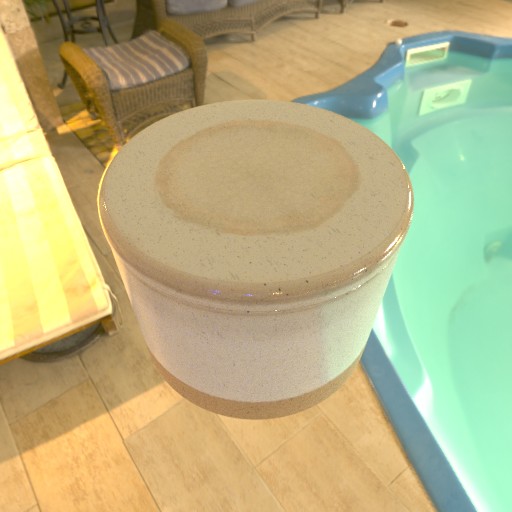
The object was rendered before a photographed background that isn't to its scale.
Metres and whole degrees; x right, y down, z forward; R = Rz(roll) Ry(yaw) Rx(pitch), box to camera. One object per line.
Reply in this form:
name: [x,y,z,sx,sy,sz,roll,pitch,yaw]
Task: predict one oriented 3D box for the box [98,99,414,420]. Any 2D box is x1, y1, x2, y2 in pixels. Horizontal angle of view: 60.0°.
box: [0.000,0.000,0.262,0.154,0.123,0.154,0,46,0]
